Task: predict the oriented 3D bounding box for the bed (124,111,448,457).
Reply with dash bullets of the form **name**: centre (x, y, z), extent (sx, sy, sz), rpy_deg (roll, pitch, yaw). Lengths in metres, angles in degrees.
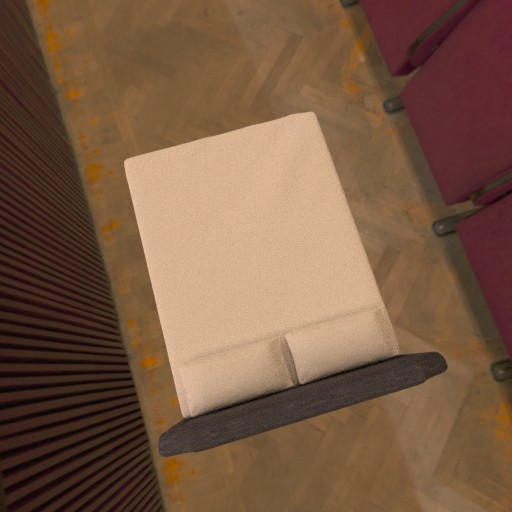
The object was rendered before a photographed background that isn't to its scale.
- **bed**: centre (0.000, 0.000, 3.129), extent (1.693, 1.290, 2.116), rpy_deg (-16, 76, -4)
